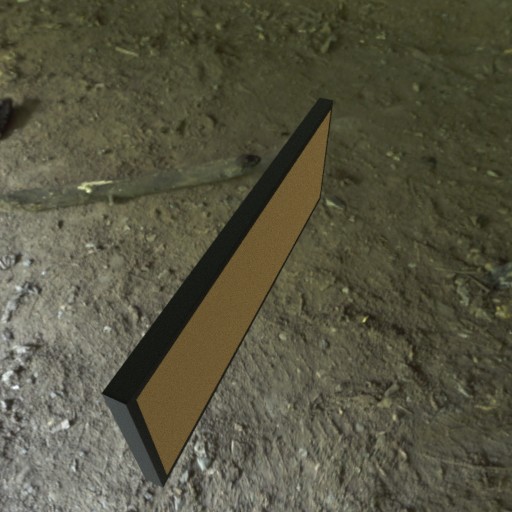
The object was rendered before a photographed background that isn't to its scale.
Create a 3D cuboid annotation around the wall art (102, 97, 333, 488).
[{"bbox_3d":[0.000,0.000,0.922,0.037,0.303,0.860,17,48,16],"label":"wall art"}]
